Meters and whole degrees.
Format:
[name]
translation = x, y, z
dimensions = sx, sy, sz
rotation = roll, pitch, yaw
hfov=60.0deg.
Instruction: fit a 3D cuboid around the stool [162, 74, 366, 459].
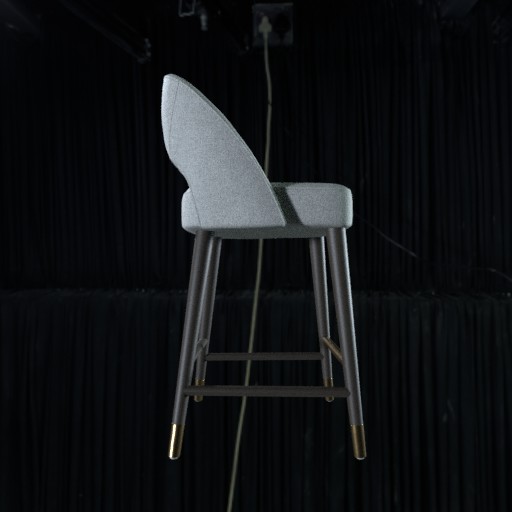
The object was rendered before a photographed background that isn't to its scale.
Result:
[stool]
translation = 0.000, 0.000, 1.247
dimensions = 0.509, 0.940, 0.494
rotation = 0, -1, 0
